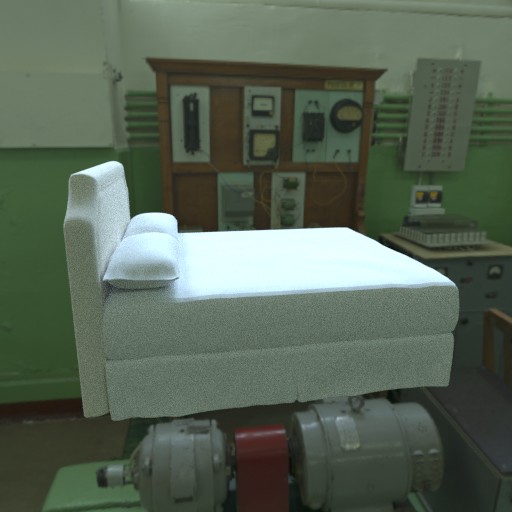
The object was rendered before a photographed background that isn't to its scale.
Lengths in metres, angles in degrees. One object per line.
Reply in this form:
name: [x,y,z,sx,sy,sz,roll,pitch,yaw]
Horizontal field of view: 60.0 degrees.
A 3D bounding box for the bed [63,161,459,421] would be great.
bed: [0.000,0.000,3.756,2.548,1.524,2.134,-3,15,-10]
